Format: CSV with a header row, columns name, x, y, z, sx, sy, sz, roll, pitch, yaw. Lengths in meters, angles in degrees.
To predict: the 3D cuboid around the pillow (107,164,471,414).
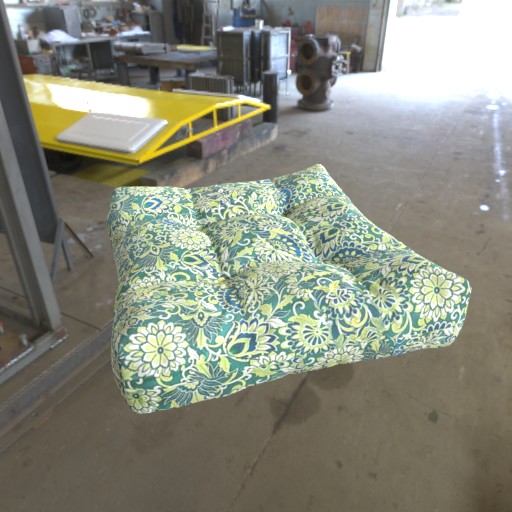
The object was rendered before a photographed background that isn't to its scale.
name,x,y,z,sx,sy,sz,roll,pitch,yaw
pillow,0.000,0.000,0.733,0.468,0.128,0.490,-9,32,-14
